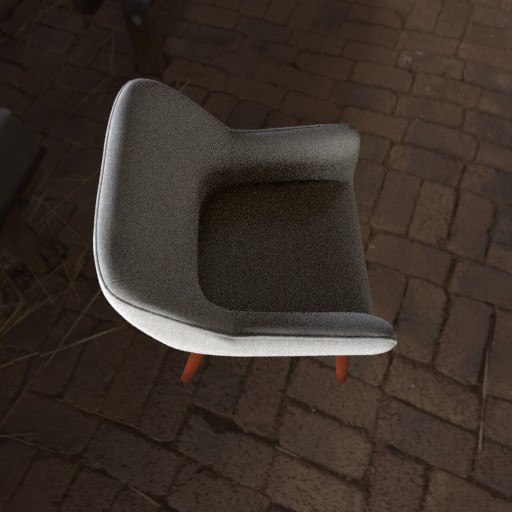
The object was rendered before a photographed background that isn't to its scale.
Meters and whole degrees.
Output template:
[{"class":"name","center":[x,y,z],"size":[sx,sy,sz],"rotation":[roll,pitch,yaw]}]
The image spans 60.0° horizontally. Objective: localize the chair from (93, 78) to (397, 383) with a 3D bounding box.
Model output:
[{"class":"chair","center":[0.000,0.000,1.214],"size":[0.610,0.813,0.610],"rotation":[-2,64,-1]}]
